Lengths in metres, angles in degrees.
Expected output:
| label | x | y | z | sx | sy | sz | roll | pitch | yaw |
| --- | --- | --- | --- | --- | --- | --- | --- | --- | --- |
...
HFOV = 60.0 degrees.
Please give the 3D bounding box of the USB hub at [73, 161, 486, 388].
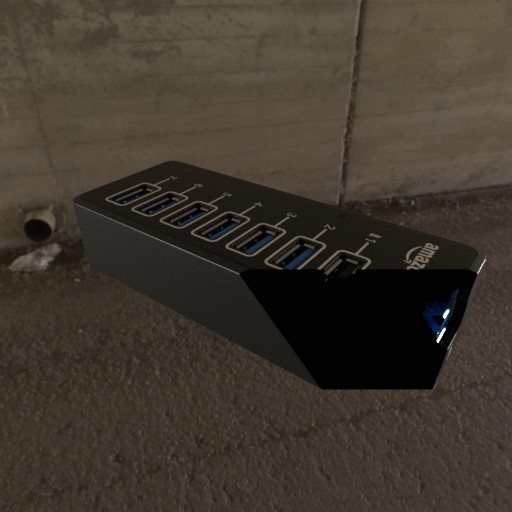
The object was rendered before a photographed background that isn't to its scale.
| label | x | y | z | sx | sy | sz | roll | pitch | yaw |
| --- | --- | --- | --- | --- | --- | --- | --- | --- | --- |
| USB hub | 0.000 | 0.000 | 0.126 | 0.110 | 0.023 | 0.044 | 21 | 38 | 30 |
